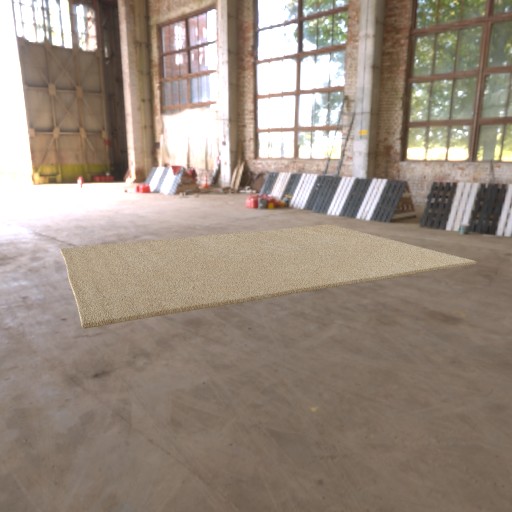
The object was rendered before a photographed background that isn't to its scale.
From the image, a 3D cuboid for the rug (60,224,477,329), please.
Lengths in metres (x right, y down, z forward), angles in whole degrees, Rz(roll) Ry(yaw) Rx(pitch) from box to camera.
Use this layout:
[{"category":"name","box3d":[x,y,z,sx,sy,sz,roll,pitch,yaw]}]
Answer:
[{"category":"rug","box3d":[0.000,0.000,3.435,2.699,0.025,1.800,-7,15,-25]}]
